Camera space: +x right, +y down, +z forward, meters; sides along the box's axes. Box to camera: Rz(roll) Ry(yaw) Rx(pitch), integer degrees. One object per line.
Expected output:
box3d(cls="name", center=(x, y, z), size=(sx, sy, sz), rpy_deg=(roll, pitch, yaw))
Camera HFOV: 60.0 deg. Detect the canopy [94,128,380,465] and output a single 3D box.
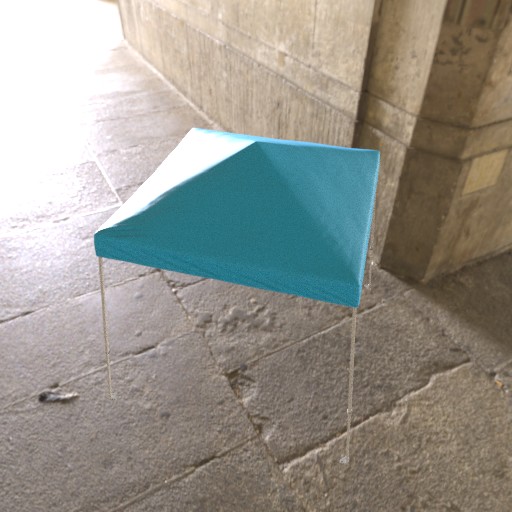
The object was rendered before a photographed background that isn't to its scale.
box3d(cls="canopy", center=(0.000, 0.000, 5.139), size=(2.849, 2.849, 2.848), rpy_deg=(10, 41, 12))
